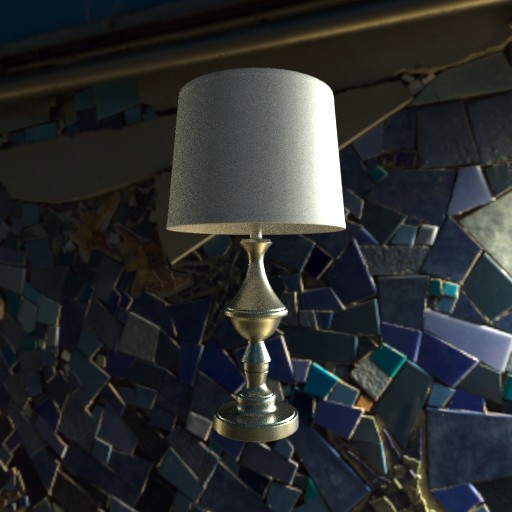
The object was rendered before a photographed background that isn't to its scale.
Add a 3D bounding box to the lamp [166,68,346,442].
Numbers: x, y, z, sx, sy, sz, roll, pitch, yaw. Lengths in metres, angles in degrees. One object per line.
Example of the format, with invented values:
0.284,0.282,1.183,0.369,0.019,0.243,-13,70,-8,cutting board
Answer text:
0.000,0.000,0.966,0.383,0.733,0.383,0,0,0,lamp
